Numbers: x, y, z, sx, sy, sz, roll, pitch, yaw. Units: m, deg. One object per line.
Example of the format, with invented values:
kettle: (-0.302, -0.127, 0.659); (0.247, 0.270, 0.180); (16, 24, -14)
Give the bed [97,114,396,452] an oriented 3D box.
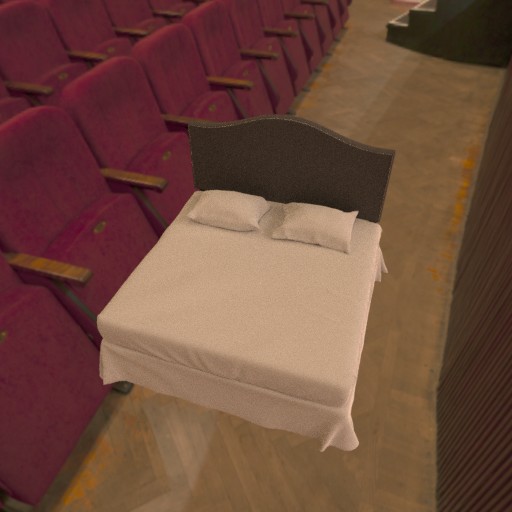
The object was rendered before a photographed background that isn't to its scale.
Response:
bed: (0.000, 0.000, 3.790); (2.314, 1.651, 2.219); (12, 43, 13)
